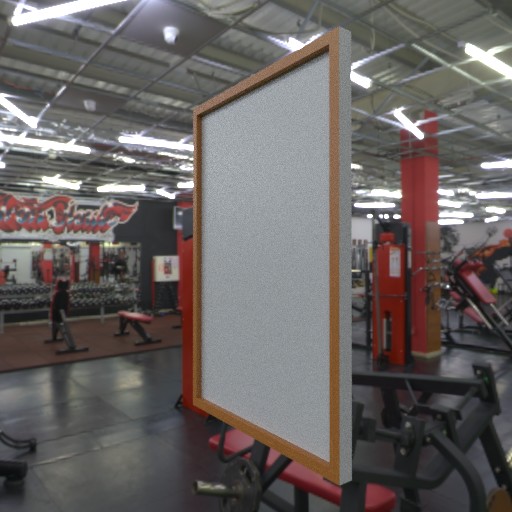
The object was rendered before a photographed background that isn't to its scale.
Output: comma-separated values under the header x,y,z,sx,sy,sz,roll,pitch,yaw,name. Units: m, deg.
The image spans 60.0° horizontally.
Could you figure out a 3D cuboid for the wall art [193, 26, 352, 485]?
x,y,z,sx,sy,sz,roll,pitch,yaw,name
0.000,0.000,1.138,0.037,0.916,0.610,0,0,-36,wall art
